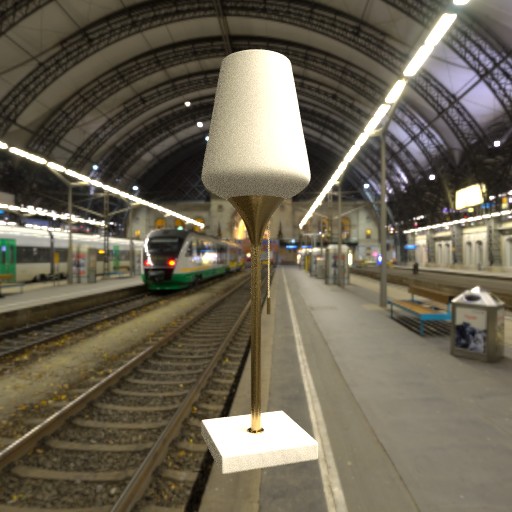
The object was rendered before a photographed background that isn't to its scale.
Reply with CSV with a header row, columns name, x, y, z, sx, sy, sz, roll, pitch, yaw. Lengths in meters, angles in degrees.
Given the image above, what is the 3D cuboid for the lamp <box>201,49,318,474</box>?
name,x,y,z,sx,sy,sz,roll,pitch,yaw
lamp,0.000,0.000,0.742,0.181,0.639,0.181,0,0,-18
